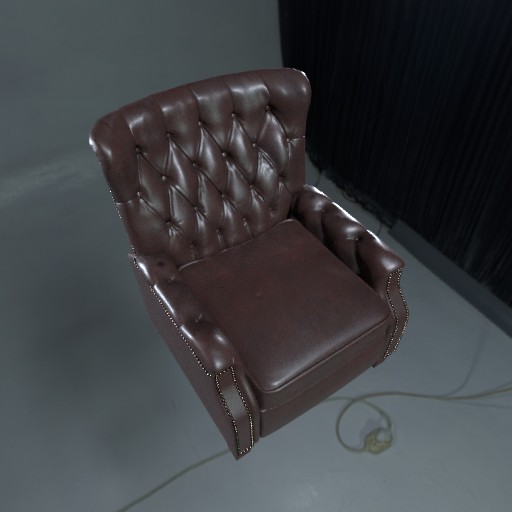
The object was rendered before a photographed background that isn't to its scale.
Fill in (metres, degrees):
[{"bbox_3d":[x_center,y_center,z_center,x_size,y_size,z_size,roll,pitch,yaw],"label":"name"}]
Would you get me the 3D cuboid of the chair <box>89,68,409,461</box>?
[{"bbox_3d":[0.000,0.000,1.438,0.709,0.864,0.823,-26,51,-23],"label":"chair"}]
